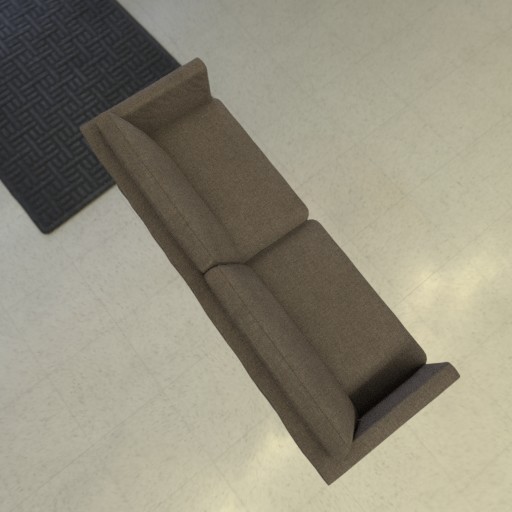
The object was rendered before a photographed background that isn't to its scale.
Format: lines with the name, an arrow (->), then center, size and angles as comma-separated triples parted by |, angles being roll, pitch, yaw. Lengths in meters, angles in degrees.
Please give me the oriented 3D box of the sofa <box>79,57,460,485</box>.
sofa -> 0.000, 0.000, 3.121 | 1.036, 0.998, 2.779 | -35, 77, -9
